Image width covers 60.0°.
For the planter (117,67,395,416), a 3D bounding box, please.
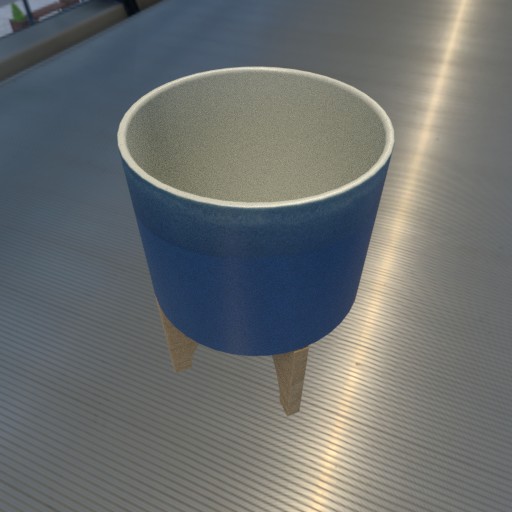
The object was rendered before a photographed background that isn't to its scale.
[{"bbox_3d":[0.000,0.000,0.556,0.261,0.367,0.261,0,45,0],"label":"planter"}]
